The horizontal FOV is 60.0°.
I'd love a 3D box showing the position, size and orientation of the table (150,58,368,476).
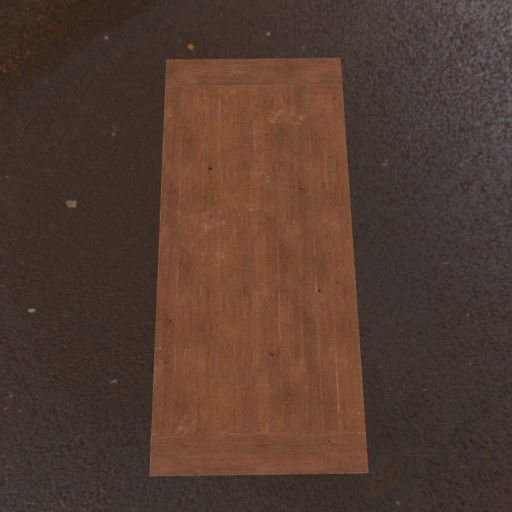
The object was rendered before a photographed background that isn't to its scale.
[{"bbox_3d":[0.000,0.000,2.100,0.820,0.465,1.800,-1,76,0],"label":"table"}]
